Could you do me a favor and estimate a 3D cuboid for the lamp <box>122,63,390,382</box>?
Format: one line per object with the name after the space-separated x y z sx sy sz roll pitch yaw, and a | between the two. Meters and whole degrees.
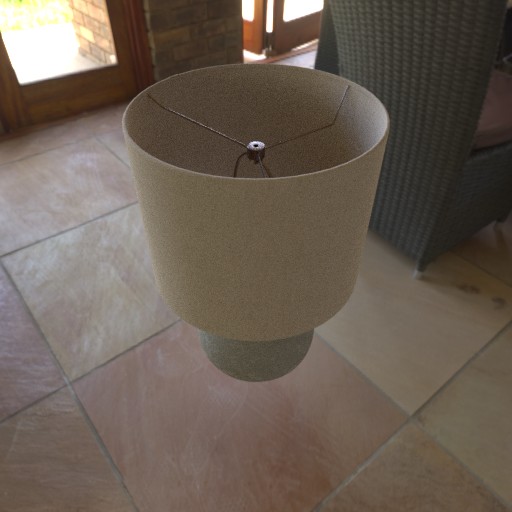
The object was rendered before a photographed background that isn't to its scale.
0.000 0.000 0.592 0.269 0.409 0.269 -26 48 -25 | lamp
